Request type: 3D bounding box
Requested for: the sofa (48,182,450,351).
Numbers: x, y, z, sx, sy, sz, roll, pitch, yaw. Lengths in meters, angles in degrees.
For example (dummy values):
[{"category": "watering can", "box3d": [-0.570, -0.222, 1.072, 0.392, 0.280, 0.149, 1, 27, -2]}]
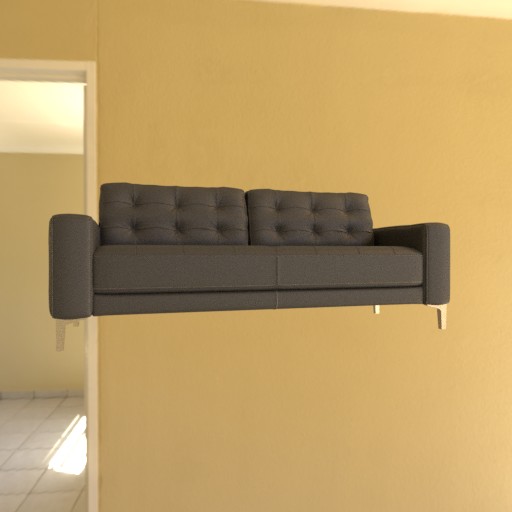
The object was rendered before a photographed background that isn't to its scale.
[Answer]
[{"category": "sofa", "box3d": [0.000, 0.000, 2.766, 2.275, 0.893, 0.833, 0, 0, -17]}]
